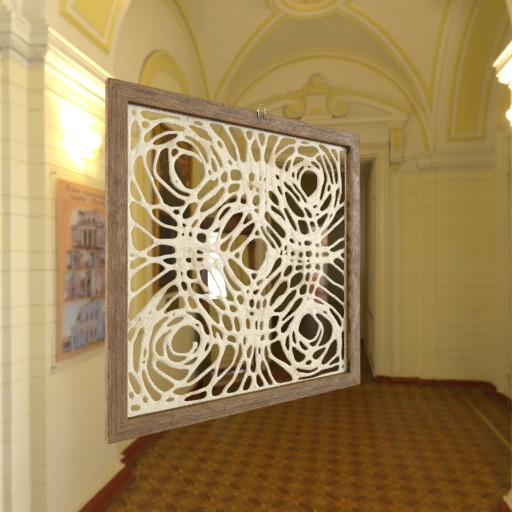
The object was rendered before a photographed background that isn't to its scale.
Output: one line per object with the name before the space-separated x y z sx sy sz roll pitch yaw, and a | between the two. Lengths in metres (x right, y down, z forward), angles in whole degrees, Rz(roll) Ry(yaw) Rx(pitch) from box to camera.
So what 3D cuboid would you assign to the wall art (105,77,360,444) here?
wall art | 0.000 0.000 0.843 0.561 0.576 0.021 0 0 -35
